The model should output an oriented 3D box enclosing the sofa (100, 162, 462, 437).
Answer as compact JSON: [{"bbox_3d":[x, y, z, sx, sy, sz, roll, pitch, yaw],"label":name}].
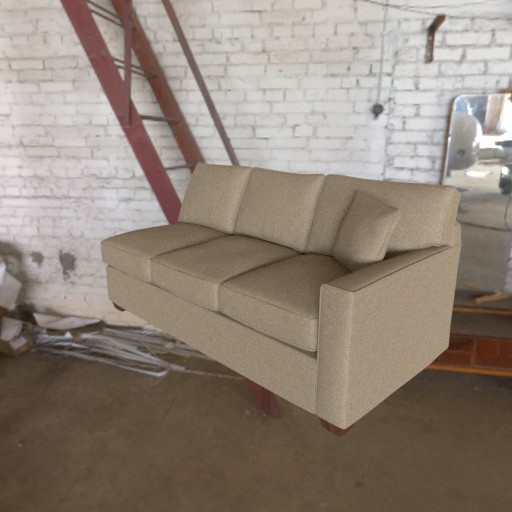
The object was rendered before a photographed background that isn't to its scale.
[{"bbox_3d":[0.000,0.000,2.604,1.034,0.946,1.963,-16,22,-42],"label":"sofa"}]
